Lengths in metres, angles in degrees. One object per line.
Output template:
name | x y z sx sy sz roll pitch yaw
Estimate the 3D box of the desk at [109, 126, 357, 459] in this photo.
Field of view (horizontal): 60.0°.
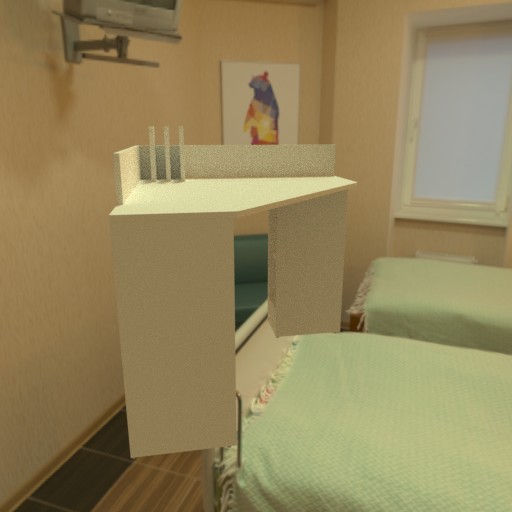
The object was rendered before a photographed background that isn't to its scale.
desk | 0.000 0.000 1.744 0.940 0.986 0.940 -3 16 -10
